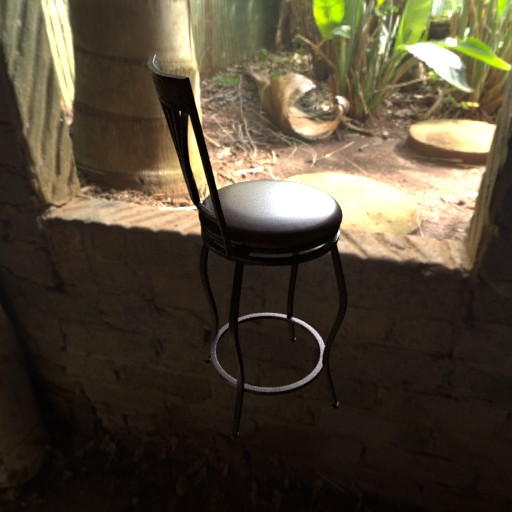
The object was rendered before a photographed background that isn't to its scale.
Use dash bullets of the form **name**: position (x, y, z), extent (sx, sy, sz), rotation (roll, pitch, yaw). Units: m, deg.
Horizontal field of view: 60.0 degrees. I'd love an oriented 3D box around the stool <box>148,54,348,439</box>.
- **stool**: position (0.000, 0.000, 1.374), extent (0.514, 1.117, 0.433), rotation (-10, 32, -17)
